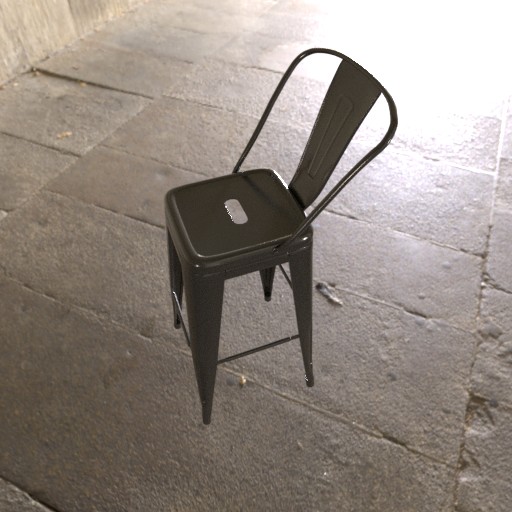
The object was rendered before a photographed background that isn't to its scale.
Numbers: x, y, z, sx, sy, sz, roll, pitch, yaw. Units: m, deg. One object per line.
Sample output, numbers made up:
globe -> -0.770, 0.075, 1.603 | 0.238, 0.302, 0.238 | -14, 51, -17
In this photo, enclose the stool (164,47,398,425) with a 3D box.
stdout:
stool -> 0.000, 0.000, 1.287 | 0.528, 1.022, 0.432 | -15, 49, -14
